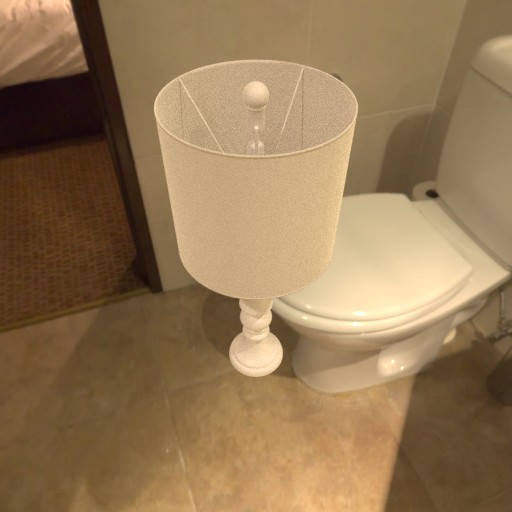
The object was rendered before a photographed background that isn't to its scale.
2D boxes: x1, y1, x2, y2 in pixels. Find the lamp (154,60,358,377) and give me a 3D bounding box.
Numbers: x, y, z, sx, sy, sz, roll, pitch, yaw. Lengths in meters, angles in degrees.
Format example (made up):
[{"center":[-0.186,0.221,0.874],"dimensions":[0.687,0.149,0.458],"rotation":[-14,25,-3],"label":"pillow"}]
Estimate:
[{"center":[0.000,0.000,0.747],"dimensions":[0.250,0.597,0.250],"rotation":[25,50,22],"label":"lamp"}]
